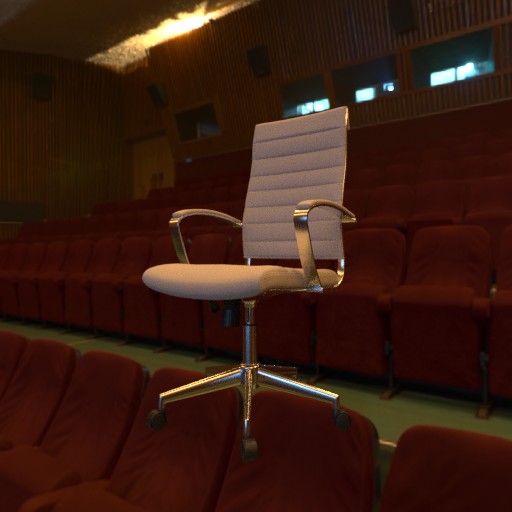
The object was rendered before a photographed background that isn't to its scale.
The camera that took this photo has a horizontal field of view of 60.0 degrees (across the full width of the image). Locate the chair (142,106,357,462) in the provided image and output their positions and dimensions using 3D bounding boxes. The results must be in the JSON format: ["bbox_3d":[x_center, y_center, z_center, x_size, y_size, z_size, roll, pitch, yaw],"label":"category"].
[{"bbox_3d":[0.000,0.000,1.596,0.679,1.149,0.667,0,1,36],"label":"chair"}]
